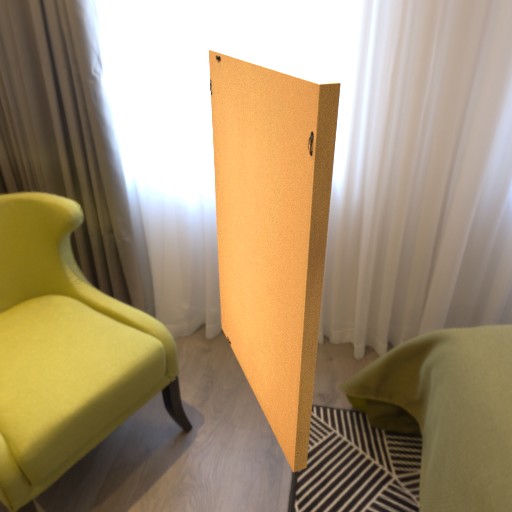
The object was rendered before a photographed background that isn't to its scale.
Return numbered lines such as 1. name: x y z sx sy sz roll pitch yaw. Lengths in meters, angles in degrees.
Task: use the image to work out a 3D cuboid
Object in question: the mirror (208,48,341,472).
1. mirror: 0.000 0.000 1.132 0.041 0.915 0.609 -11 31 -18
